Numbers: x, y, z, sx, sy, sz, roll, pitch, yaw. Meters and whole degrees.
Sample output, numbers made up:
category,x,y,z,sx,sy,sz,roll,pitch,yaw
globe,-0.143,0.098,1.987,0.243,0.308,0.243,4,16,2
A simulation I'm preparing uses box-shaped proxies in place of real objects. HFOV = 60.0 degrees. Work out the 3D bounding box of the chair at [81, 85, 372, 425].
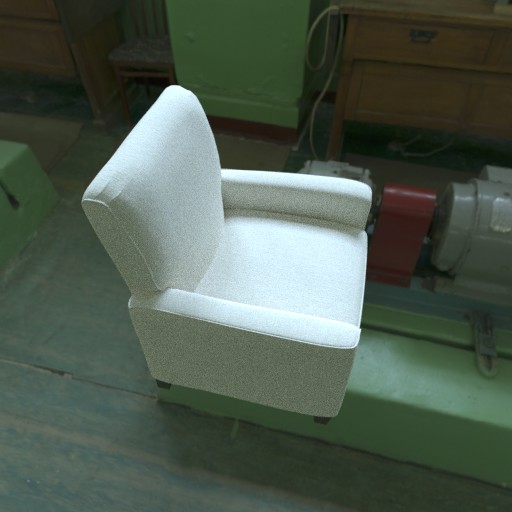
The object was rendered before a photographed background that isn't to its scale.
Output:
category,x,y,z,sx,sy,sz,roll,pitch,yaw
chair,0.000,0.000,1.704,0.858,1.028,0.841,10,48,9
